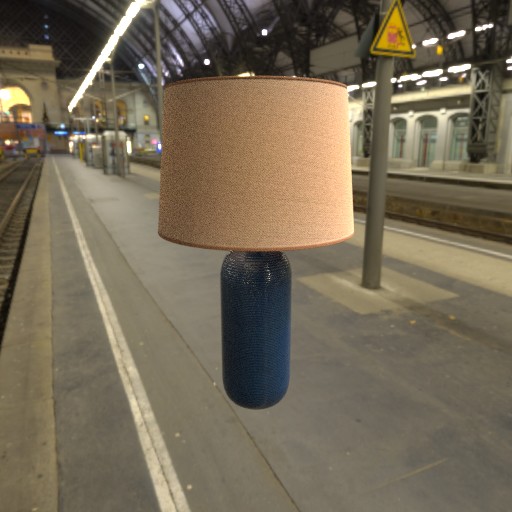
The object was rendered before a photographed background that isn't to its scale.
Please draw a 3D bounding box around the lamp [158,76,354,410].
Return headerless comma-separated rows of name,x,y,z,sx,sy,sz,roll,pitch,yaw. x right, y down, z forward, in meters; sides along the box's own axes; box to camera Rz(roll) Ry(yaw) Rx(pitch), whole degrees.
lamp,0.000,0.000,0.861,0.367,0.609,0.367,0,14,0
